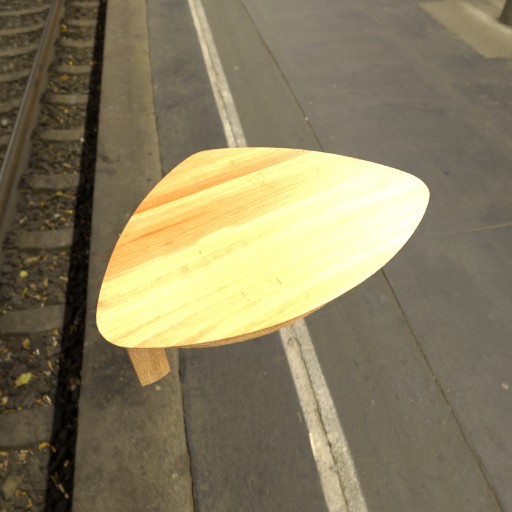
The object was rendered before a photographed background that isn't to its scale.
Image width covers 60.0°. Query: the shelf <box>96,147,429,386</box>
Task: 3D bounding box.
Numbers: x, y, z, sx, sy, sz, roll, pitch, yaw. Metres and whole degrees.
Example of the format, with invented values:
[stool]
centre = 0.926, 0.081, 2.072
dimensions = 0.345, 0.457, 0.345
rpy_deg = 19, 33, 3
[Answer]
[shelf]
centre = 0.000, 0.000, 1.699
dimensions = 1.240, 0.439, 0.863
rpy_deg = -25, 52, -21
